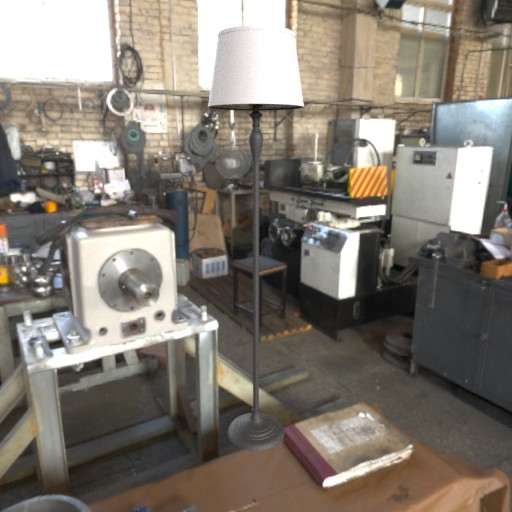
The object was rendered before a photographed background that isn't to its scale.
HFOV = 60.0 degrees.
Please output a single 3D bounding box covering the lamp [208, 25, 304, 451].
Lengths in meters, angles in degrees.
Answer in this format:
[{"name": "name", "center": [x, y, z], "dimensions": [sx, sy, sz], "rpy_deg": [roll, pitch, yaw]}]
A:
[{"name": "lamp", "center": [0.000, 0.000, 1.648], "dimensions": [0.327, 1.506, 0.327], "rpy_deg": [7, 16, 25]}]
